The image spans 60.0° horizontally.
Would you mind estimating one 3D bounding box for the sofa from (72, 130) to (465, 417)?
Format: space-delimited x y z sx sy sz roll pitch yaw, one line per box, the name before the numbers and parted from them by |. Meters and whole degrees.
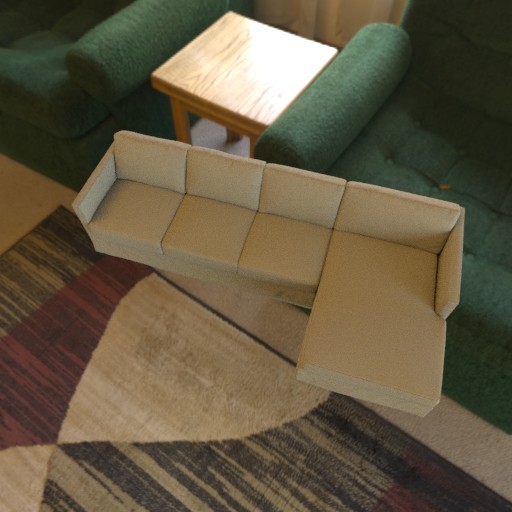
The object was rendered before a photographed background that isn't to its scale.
sofa | 0.000 0.000 3.726 3.177 0.867 1.622 14 59 9
